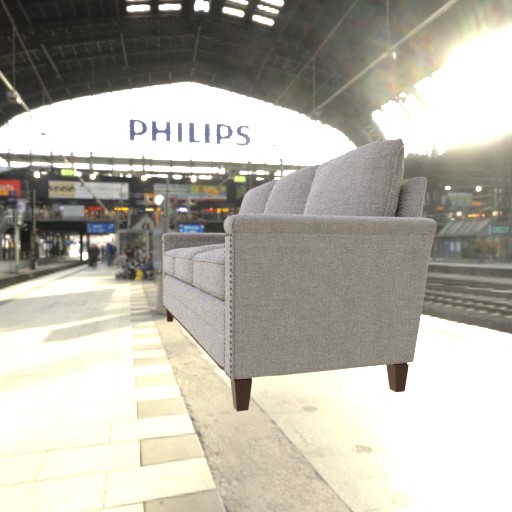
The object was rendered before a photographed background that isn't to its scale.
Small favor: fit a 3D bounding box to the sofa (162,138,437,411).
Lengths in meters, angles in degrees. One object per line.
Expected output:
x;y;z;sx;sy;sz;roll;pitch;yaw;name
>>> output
0.000;0.000;2.398;0.828;0.959;1.925;0;1;-18;sofa
